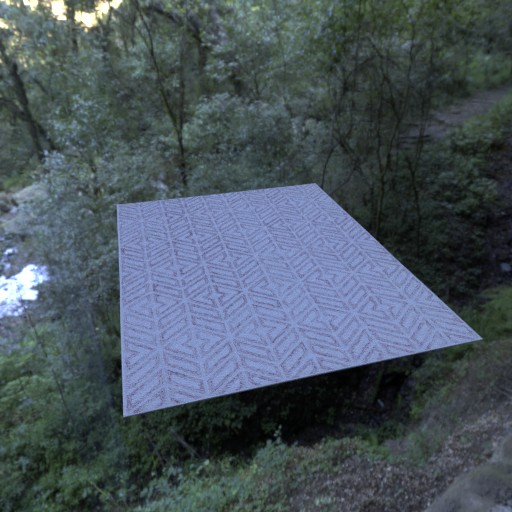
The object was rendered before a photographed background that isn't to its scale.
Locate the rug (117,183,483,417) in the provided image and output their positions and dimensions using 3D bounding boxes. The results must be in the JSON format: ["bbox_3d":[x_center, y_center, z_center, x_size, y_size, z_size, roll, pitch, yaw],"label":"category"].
[{"bbox_3d":[0.000,0.000,4.054,2.421,0.008,3.045,-8,32,-14],"label":"rug"}]
